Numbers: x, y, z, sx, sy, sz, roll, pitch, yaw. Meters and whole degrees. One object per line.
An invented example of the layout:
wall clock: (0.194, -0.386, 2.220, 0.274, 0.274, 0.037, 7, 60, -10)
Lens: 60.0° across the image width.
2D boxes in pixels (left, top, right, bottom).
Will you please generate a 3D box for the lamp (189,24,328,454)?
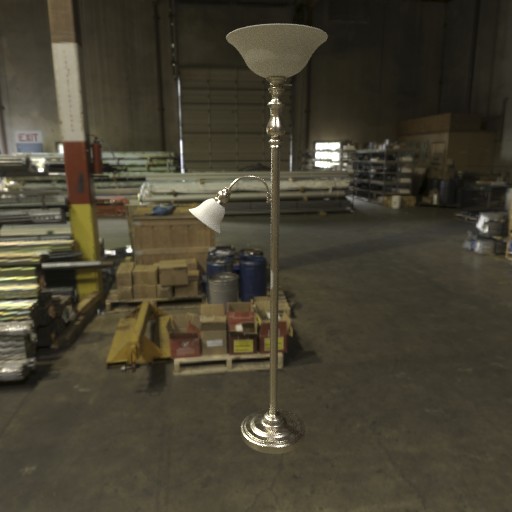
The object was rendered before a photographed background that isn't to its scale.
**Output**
lamp: (0.000, 0.000, 1.964, 0.575, 1.785, 0.405, -2, 13, -8)
